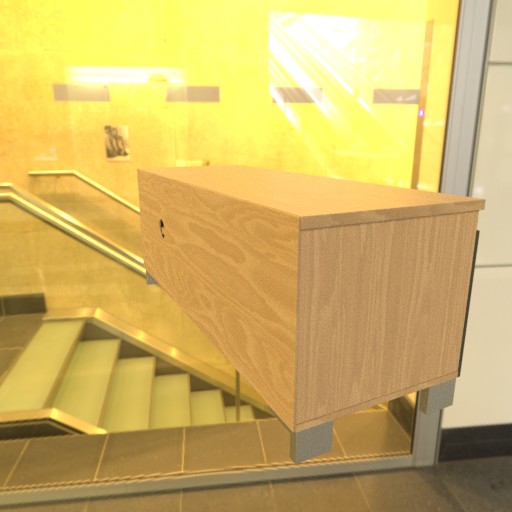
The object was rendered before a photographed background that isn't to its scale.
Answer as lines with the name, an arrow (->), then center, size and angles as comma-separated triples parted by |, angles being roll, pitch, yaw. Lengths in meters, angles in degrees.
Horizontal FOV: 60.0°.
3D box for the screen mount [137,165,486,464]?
screen mount -> 0.000, 0.000, 1.254 | 0.406, 0.432, 1.084 | -8, 17, -26
